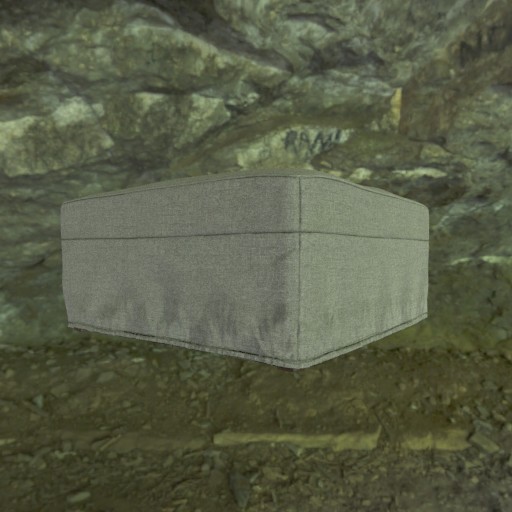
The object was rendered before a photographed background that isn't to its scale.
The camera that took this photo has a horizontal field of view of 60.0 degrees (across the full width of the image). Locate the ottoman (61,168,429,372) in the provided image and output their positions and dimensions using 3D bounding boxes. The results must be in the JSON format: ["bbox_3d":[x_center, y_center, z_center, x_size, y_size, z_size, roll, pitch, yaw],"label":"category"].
[{"bbox_3d":[0.000,0.000,1.377,0.840,0.436,0.843,0,1,37],"label":"ottoman"}]
